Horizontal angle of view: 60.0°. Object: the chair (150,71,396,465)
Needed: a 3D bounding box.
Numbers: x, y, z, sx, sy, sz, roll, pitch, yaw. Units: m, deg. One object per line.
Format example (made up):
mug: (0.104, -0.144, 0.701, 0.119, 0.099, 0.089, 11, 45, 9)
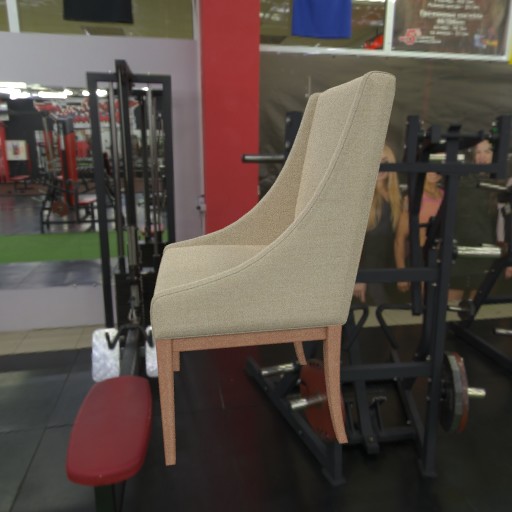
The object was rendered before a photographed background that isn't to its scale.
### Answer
chair: (0.000, 0.000, 1.384, 0.611, 1.021, 0.575, -2, 15, -8)
